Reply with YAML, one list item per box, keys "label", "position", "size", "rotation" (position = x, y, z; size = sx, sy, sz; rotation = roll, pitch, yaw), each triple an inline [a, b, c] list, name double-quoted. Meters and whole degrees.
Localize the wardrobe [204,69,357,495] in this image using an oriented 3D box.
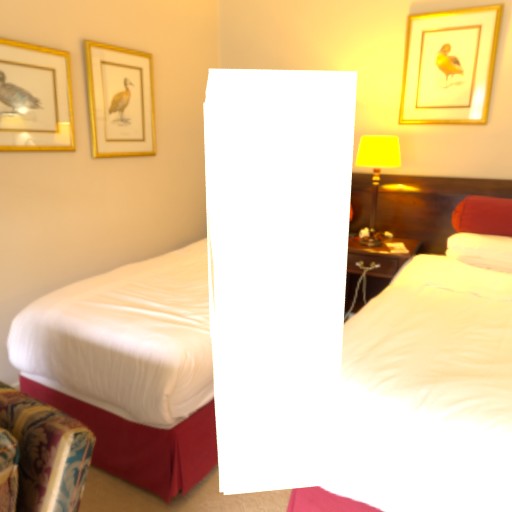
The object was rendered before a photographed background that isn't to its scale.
- label: "wardrobe"
  position: [0.000, 0.000, 2.904]
  size: [0.600, 2.020, 1.830]
  rotation: [-2, 15, -7]
